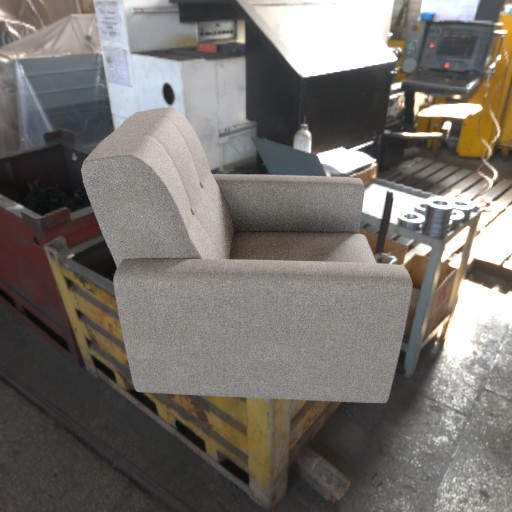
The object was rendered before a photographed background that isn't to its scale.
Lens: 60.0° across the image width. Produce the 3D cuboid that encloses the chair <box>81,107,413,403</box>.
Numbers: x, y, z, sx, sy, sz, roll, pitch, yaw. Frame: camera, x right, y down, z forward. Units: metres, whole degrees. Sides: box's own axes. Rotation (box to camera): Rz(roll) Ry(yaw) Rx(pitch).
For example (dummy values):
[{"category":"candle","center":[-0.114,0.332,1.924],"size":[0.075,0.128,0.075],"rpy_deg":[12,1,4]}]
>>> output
[{"category":"chair","center":[0.000,0.000,1.659],"size":[0.942,0.968,0.845],"rpy_deg":[1,31,1]}]
